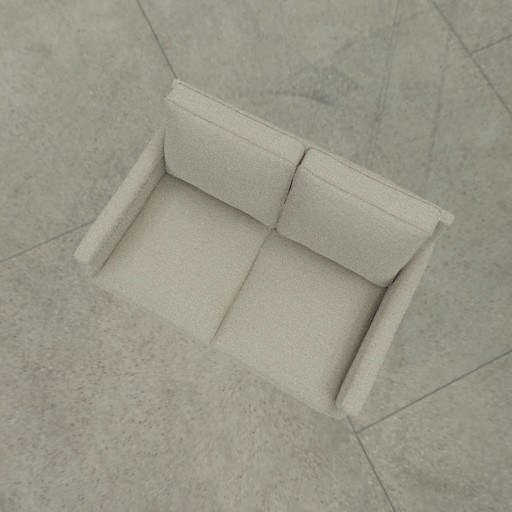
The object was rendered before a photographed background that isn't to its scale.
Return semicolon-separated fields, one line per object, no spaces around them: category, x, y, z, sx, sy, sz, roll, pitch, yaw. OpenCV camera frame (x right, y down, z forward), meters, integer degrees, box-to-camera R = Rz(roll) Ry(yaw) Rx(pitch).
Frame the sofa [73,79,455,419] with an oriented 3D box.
sofa;0.000;0.000;2.338;1.597;1.003;1.084;28;78;7
